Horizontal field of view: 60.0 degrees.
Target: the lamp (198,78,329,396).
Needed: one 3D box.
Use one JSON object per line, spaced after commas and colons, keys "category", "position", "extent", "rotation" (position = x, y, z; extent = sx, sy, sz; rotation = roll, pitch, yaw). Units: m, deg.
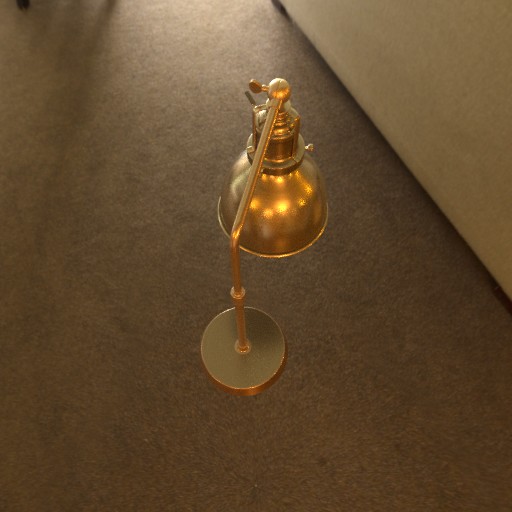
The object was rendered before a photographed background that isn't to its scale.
{"category": "lamp", "position": [0.000, 0.000, 0.584], "extent": [0.153, 0.456, 0.286], "rotation": [17, 64, 9]}
